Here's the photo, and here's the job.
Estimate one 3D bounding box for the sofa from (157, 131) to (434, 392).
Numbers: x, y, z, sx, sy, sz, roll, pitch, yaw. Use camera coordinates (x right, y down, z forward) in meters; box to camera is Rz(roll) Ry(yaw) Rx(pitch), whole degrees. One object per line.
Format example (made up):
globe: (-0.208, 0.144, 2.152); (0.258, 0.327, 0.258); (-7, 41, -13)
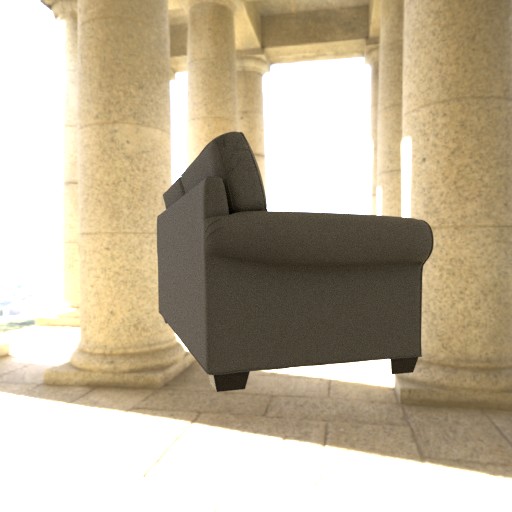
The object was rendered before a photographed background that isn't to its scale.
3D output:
sofa: (0.000, 0.000, 2.505); (0.940, 0.952, 1.930); (0, 1, -18)
